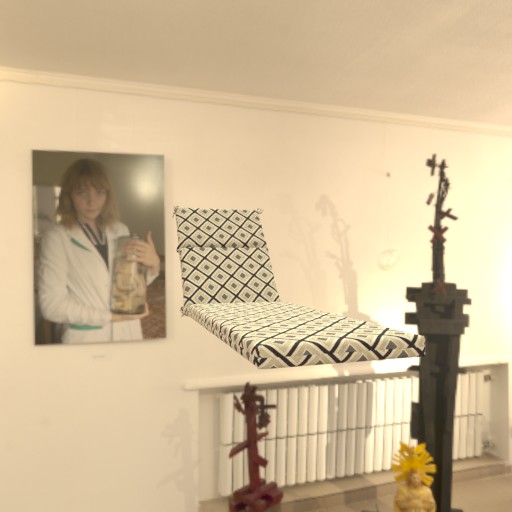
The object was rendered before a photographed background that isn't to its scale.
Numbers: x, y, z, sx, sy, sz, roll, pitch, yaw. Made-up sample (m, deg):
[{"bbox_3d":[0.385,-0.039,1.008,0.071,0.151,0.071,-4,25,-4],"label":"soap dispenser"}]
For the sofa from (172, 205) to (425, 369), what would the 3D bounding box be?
[{"bbox_3d":[0.000,0.000,1.995,0.582,0.622,1.663,0,-1,-18],"label":"sofa"}]
